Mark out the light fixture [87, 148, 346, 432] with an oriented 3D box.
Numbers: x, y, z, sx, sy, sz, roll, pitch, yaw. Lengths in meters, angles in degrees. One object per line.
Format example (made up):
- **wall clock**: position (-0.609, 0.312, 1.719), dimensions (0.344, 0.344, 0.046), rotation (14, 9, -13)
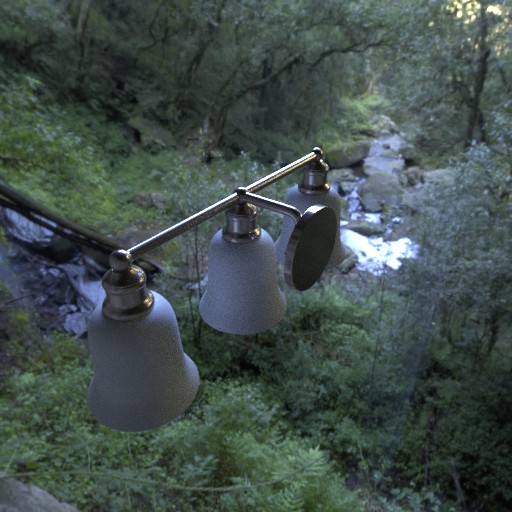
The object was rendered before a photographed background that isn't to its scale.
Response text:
- **light fixture**: position (0.000, 0.000, 0.664), dimensions (0.198, 0.211, 0.570), rotation (22, 38, 30)
